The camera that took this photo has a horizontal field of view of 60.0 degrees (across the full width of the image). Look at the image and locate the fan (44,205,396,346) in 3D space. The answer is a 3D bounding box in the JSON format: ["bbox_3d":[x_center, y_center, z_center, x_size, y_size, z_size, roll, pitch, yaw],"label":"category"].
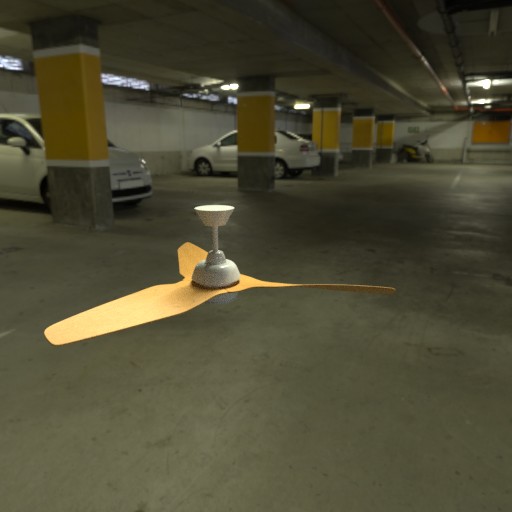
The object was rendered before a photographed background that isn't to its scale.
[{"bbox_3d":[0.000,0.000,1.646,1.010,0.355,1.142,2,15,8],"label":"fan"}]
